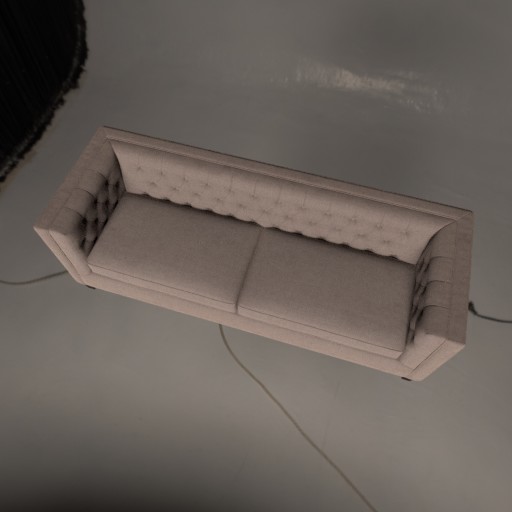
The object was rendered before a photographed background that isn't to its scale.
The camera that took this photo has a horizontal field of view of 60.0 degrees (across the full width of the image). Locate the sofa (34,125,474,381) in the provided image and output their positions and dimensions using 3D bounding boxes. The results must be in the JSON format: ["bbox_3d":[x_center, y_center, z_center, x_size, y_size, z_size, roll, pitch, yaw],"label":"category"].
[{"bbox_3d":[0.000,0.000,2.611,2.159,0.762,0.775,15,61,8],"label":"sofa"}]
